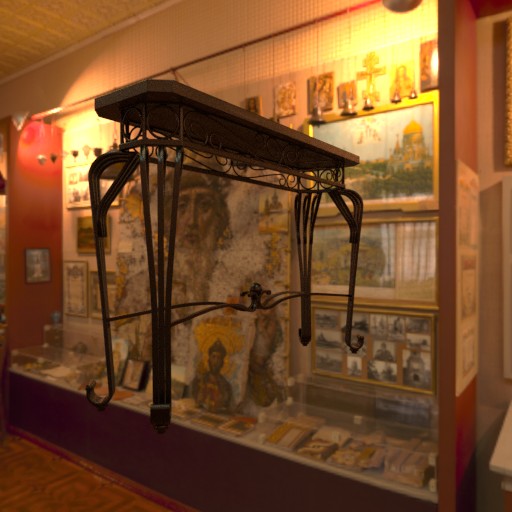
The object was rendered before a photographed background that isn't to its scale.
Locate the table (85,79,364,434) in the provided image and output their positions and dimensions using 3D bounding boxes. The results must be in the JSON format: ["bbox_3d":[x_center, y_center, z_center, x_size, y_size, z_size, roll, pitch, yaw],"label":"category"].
[{"bbox_3d":[0.000,0.000,1.486,0.329,0.800,1.112,0,0,37],"label":"table"}]
